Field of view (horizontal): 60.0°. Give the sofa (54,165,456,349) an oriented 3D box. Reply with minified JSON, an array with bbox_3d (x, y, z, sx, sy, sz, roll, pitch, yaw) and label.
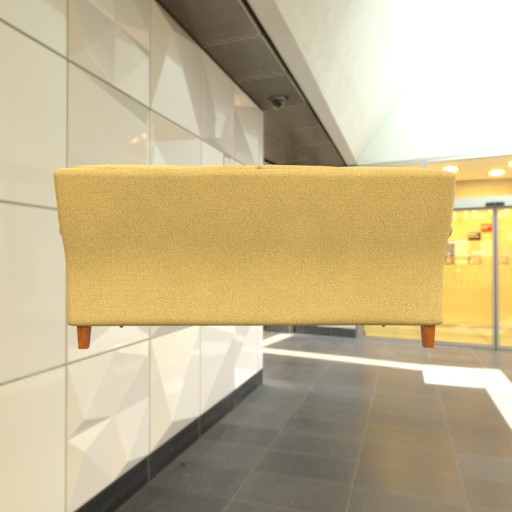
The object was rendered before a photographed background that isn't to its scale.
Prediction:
[{"bbox_3d":[0.000,0.000,2.711,2.070,0.997,1.091,0,-1,-1],"label":"sofa"}]
